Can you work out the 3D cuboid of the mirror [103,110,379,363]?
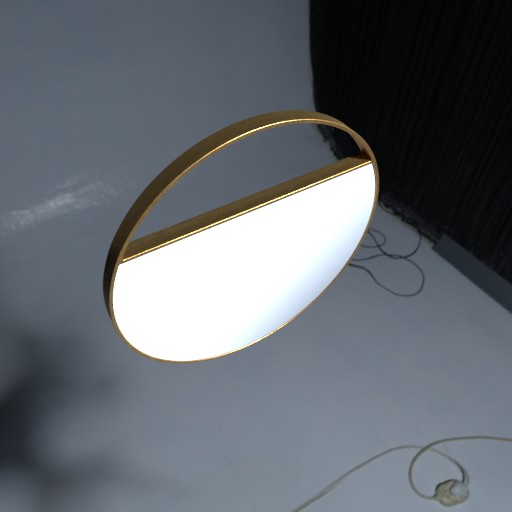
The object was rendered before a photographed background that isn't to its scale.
[{"bbox_3d":[0.000,0.000,0.839,0.565,0.565,0.032,-24,52,-20],"label":"mirror"}]
